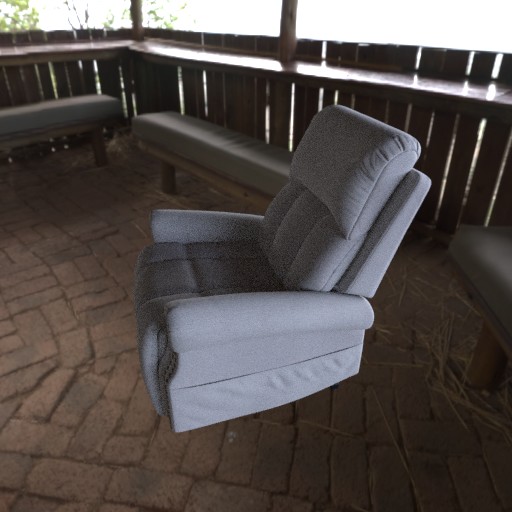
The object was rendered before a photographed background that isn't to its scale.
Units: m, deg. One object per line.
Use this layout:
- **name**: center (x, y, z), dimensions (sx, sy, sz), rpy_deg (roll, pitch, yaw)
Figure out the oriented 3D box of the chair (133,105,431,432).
- **chair**: center (0.000, 0.000, 1.752), dimensions (0.979, 1.031, 0.871), rpy_deg (-8, 30, -14)
